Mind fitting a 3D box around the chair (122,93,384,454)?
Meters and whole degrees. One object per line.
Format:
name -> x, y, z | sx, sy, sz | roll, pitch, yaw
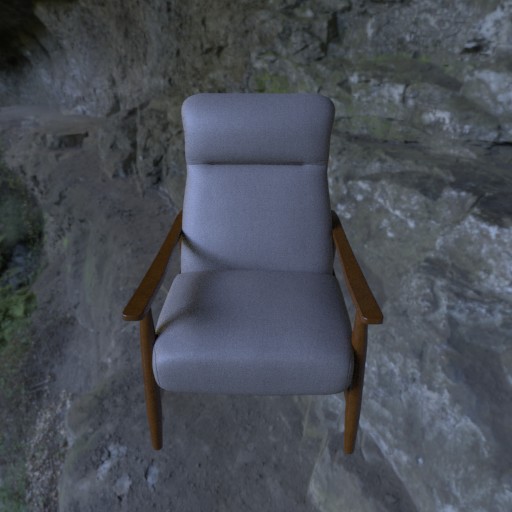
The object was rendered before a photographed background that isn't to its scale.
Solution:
chair -> 0.000, 0.000, 1.766 | 0.762, 1.082, 1.032 | 1, 30, 1
